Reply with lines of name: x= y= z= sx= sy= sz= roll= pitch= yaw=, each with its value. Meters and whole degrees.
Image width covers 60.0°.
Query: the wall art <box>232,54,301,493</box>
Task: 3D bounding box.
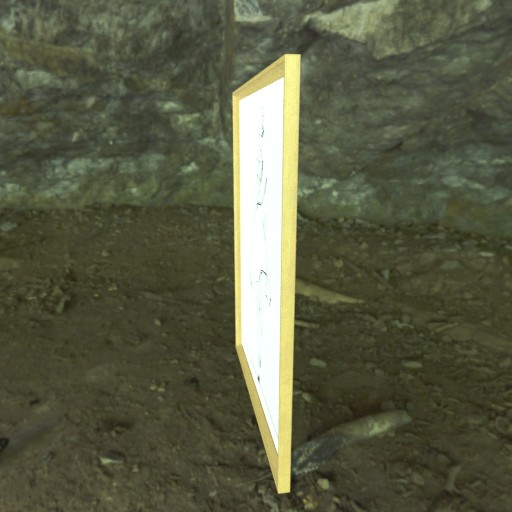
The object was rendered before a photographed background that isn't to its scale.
wall art: x=0.000 y=0.000 z=1.345 sx=0.030 sy=1.002 sz=0.798 roll=-3 pitch=15 yaw=-10
